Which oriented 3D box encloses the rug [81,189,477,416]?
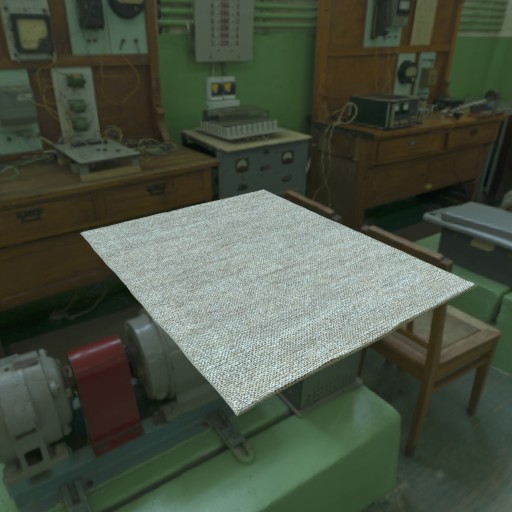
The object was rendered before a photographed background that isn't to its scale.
[{"bbox_3d":[0.000,0.000,4.223,2.429,0.030,3.052,-18,32,-31],"label":"rug"}]
